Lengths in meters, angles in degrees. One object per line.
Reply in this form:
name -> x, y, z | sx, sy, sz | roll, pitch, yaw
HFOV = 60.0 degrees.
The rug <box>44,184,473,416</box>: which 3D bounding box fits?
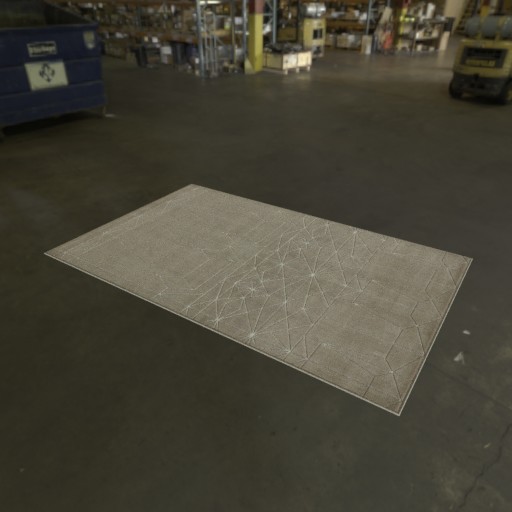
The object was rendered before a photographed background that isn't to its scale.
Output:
rug -> 0.000, 0.000, 2.973 | 2.438, 0.012, 1.524 | 19, 35, 28
